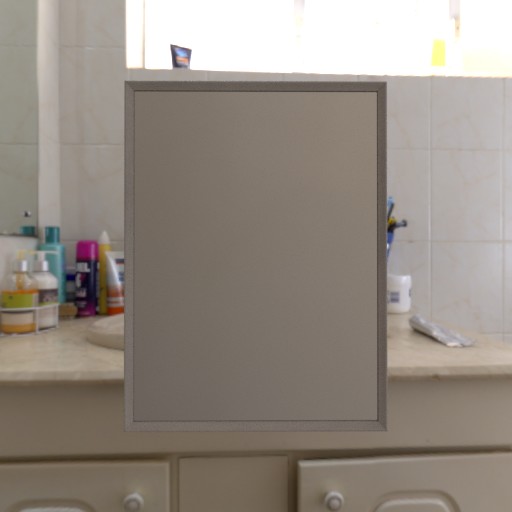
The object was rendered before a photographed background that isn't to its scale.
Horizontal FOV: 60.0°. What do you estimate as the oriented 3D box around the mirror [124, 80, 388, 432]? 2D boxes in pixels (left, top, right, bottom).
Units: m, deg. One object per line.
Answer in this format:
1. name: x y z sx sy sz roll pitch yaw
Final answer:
1. mirror: 0.000 0.000 1.304 0.762 1.016 0.041 0 0 0
